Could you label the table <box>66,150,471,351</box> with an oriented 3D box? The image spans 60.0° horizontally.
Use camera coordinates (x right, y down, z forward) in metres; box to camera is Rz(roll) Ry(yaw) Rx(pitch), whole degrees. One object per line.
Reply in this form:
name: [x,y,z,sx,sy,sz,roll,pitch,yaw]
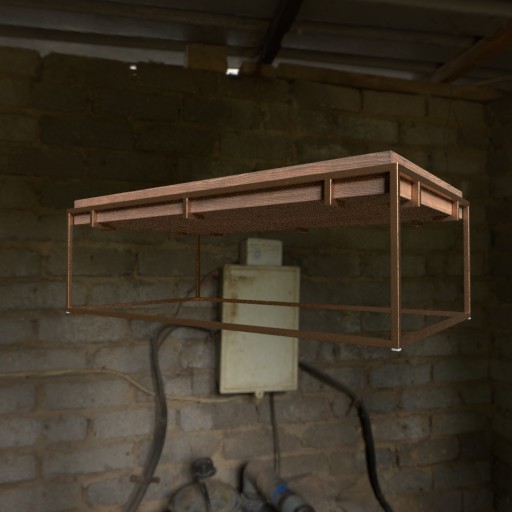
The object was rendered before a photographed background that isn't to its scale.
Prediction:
table: [0.000,0.000,1.735,1.387,0.468,0.775,-1,-2,37]
